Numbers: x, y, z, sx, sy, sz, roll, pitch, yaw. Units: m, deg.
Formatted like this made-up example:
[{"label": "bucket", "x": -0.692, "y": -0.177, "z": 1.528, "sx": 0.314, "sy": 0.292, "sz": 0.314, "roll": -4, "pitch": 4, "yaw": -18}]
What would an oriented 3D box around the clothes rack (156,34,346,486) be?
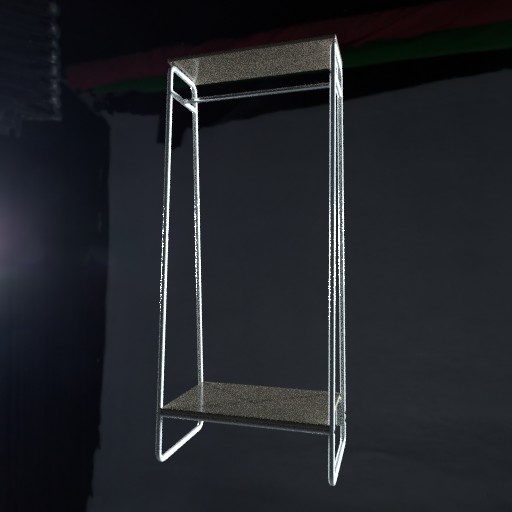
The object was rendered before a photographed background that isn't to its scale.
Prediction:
[{"label": "clothes rack", "x": 0.000, "y": 0.000, "z": 1.704, "sx": 0.640, "sy": 1.512, "sz": 0.400, "roll": 0, "pitch": -1, "yaw": 17}]
